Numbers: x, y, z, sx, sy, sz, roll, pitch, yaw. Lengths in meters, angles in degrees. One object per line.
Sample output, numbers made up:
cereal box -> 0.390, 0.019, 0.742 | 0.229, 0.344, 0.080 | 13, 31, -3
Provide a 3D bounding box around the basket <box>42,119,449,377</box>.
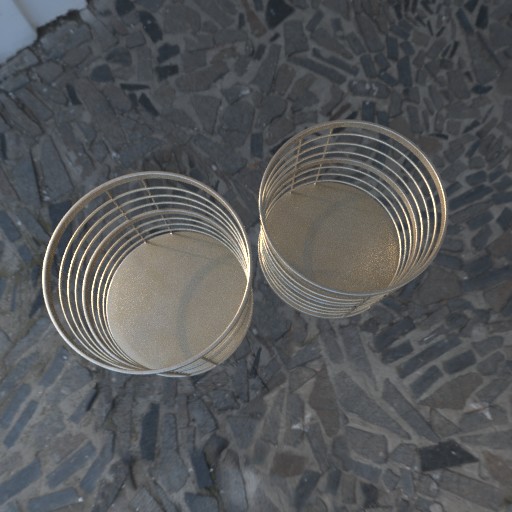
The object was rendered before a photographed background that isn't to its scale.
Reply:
basket -> 0.000, 0.000, 0.937 | 0.746, 0.351, 0.356 | -20, 75, -6
